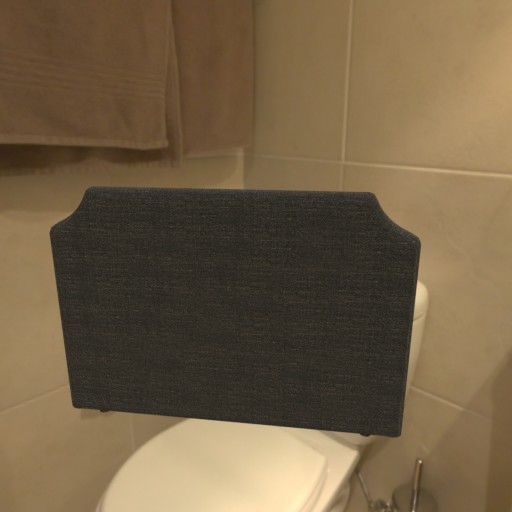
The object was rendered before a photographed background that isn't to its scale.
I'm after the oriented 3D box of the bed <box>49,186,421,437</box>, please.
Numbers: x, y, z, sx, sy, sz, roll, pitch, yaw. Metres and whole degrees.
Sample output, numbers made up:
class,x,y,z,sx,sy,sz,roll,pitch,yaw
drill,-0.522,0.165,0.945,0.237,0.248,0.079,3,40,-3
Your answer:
class,x,y,z,sx,sy,sz,roll,pitch,yaw
bed,0.000,0.000,3.263,1.828,1.297,2.208,2,17,8
